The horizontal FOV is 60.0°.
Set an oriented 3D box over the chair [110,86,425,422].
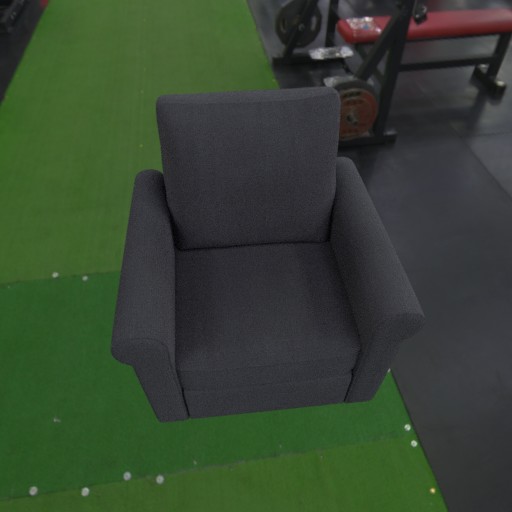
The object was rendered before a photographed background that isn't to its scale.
[{"bbox_3d":[0.000,0.000,1.563,0.867,0.942,0.828,-5,48,-4],"label":"chair"}]
